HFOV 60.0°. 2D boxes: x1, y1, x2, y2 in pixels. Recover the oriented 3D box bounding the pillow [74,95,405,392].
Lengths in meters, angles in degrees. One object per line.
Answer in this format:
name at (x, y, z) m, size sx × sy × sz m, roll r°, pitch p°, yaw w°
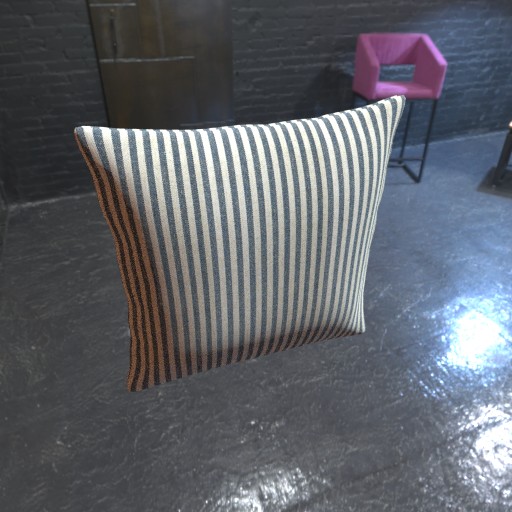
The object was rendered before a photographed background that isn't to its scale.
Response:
pillow at (0.000, 0.000, 0.790) m, size 0.523 × 0.510 × 0.166 m, roll -11°, pitch 35°, yaw -16°
